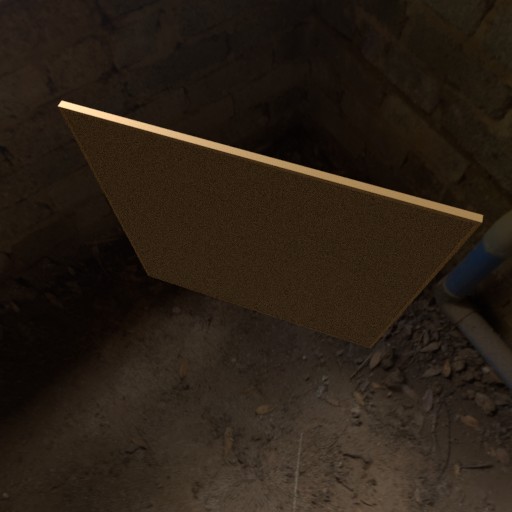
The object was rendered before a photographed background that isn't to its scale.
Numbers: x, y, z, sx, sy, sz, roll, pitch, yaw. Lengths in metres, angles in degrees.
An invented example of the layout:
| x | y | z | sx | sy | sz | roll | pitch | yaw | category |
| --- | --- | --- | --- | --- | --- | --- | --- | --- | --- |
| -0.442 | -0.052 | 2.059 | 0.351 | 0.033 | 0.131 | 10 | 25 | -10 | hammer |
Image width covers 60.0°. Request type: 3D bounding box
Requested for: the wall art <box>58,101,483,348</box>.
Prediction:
| x | y | z | sx | sy | sz | roll | pitch | yaw | category |
| --- | --- | --- | --- | --- | --- | --- | --- | --- | --- |
| 0.000 | 0.000 | 0.948 | 0.657 | 0.655 | 0.014 | 17 | 65 | 8 | wall art |
